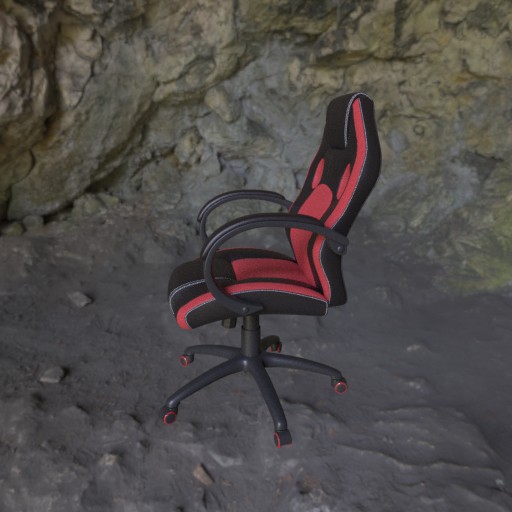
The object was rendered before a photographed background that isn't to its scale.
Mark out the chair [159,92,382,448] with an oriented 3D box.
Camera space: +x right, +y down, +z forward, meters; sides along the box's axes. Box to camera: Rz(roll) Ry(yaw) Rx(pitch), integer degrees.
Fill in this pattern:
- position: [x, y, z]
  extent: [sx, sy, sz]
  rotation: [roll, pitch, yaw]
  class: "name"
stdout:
- position: [0.000, 0.000, 1.712]
  extent: [0.783, 1.189, 0.750]
  rotation: [-2, 16, -8]
  class: "chair"
